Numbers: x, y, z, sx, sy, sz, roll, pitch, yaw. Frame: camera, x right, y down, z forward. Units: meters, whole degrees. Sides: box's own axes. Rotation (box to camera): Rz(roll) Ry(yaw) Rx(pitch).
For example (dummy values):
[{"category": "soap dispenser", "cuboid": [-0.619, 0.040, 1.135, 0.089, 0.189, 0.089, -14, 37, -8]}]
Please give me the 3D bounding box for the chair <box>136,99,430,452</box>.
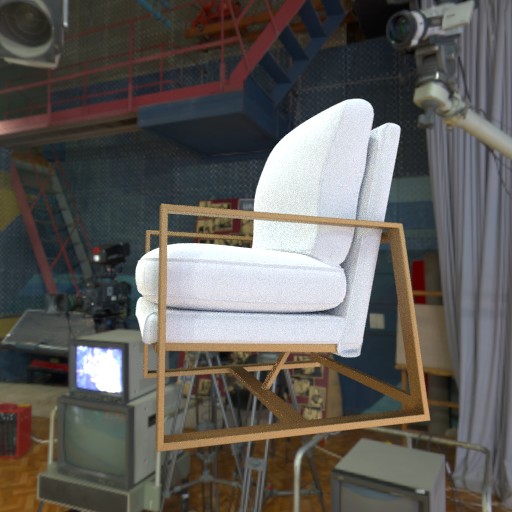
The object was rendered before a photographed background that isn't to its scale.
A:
[{"category": "chair", "cuboid": [0.000, 0.000, 1.560, 0.813, 0.966, 0.805, 1, -2, -17]}]
